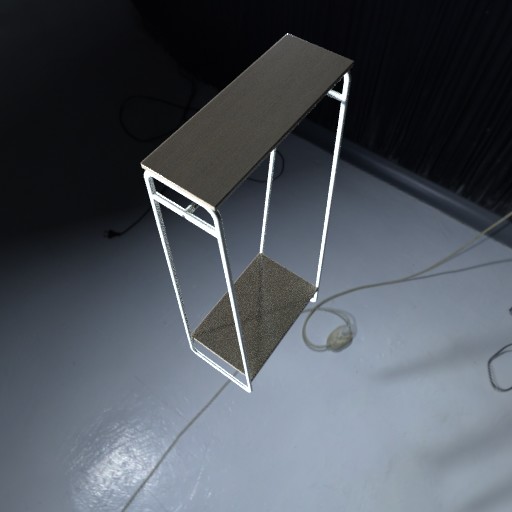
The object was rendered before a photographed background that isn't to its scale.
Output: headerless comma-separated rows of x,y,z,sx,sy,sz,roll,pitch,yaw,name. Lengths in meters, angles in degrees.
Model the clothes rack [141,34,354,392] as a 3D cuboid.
0.000,0.000,1.809,0.400,1.512,0.640,32,64,17,clothes rack
